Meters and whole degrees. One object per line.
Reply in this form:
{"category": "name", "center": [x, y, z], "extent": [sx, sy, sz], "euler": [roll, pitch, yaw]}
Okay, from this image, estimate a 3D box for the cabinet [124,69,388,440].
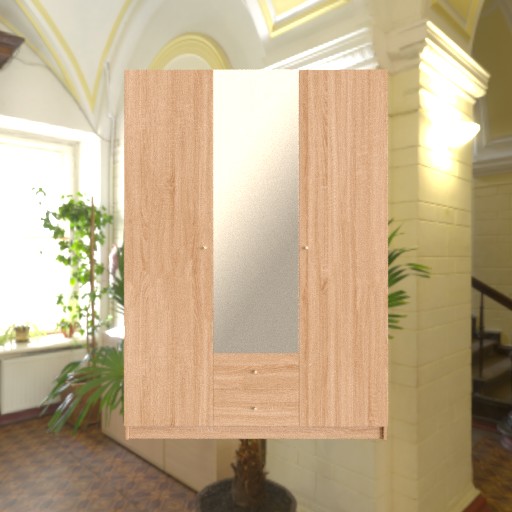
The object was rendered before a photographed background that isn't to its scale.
{"category": "cabinet", "center": [0.000, 0.000, 2.789], "extent": [1.500, 2.120, 0.590], "euler": [0, 0, 0]}
